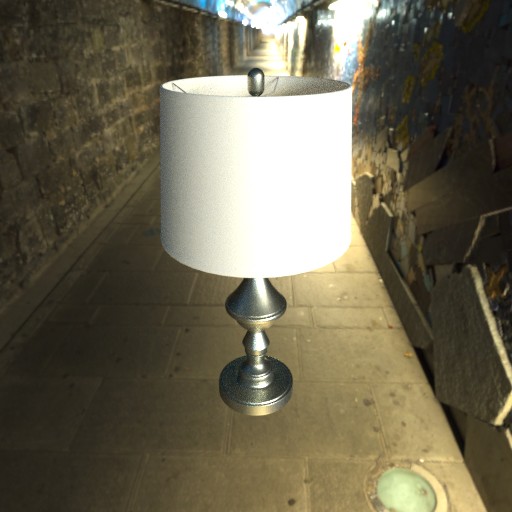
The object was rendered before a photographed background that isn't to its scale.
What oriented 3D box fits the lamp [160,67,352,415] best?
[{"bbox_3d":[0.000,0.000,0.935,0.383,0.733,0.383,0,27,0],"label":"lamp"}]
